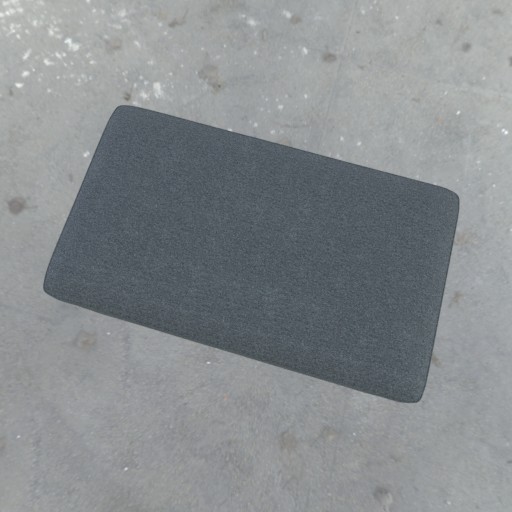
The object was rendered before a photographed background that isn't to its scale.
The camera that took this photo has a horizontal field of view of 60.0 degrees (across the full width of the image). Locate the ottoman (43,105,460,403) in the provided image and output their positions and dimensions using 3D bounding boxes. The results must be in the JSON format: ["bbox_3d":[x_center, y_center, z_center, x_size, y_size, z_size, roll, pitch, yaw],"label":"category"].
[{"bbox_3d":[0.000,0.000,1.550,1.173,0.494,0.681,16,77,4],"label":"ottoman"}]
